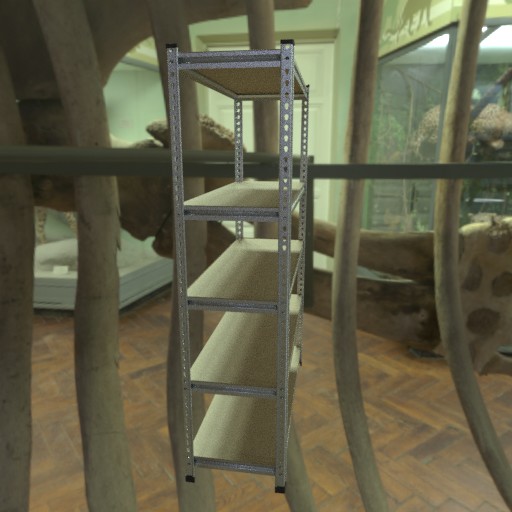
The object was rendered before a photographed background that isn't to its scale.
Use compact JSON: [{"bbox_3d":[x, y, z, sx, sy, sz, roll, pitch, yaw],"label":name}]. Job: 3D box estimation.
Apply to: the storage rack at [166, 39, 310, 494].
[{"bbox_3d":[0.000,0.000,2.336,0.457,1.829,1.219,2,14,9],"label":"storage rack"}]
